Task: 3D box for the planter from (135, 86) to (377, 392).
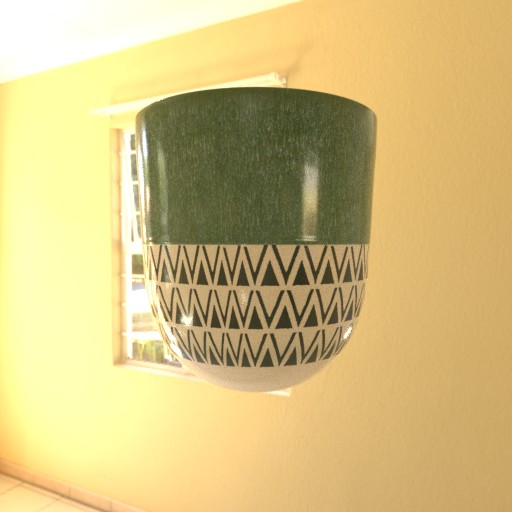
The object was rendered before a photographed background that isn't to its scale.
[{"bbox_3d":[0.000,0.000,0.372,0.195,0.214,0.195,0,2,0],"label":"planter"}]
